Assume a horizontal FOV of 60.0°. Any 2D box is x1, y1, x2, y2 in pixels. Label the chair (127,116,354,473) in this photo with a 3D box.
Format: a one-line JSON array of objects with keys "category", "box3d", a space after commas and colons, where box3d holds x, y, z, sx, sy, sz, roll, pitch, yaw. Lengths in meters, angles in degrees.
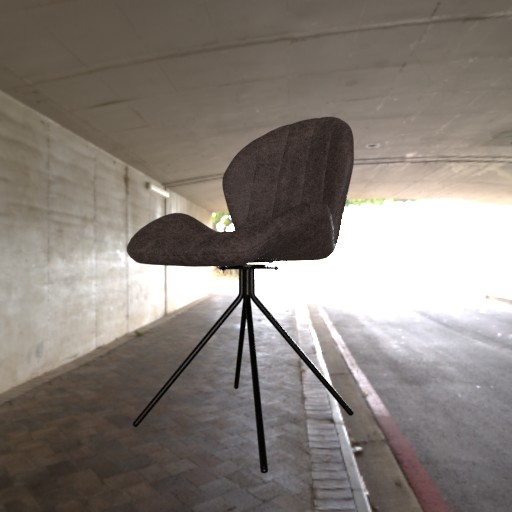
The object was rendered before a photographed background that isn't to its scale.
[{"category": "chair", "box3d": [0.000, 0.000, 1.289, 0.527, 0.934, 0.640, 0, 0, 37]}]
